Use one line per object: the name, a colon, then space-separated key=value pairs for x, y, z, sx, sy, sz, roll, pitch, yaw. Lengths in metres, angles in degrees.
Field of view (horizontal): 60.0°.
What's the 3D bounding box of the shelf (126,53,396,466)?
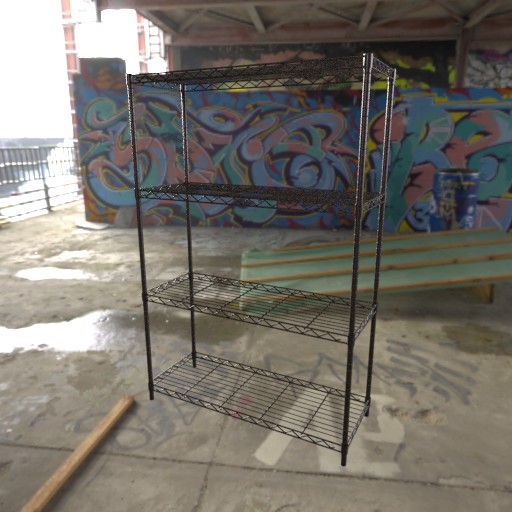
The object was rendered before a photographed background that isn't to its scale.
shelf: x=0.000 y=0.000 z=1.752 sx=0.907 sy=1.361 sz=0.352 roll=8 pitch=17 yaw=27
